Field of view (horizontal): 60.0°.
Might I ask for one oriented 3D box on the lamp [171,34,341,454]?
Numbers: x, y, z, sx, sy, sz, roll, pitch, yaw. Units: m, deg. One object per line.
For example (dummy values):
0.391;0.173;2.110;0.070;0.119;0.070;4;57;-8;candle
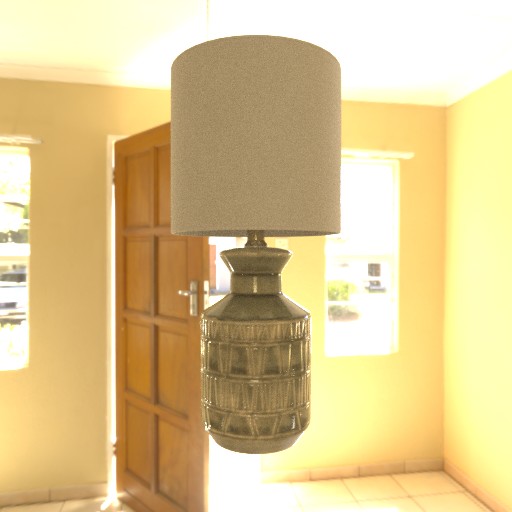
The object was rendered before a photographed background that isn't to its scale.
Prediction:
0.000;0.000;0.560;0.211;0.455;0.211;0;0;-19;lamp
